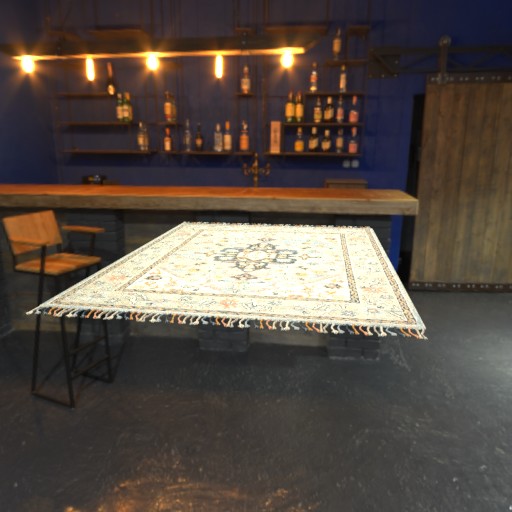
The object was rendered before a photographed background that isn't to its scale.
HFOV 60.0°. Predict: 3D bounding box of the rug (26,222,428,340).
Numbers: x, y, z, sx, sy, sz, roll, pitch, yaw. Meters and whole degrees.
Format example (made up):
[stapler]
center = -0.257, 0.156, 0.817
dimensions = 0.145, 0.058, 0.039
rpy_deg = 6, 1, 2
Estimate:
[rug]
center = 0.000, 0.000, 2.187
dimensions = 1.278, 0.009, 1.730
rpy_deg = 2, 15, 8
